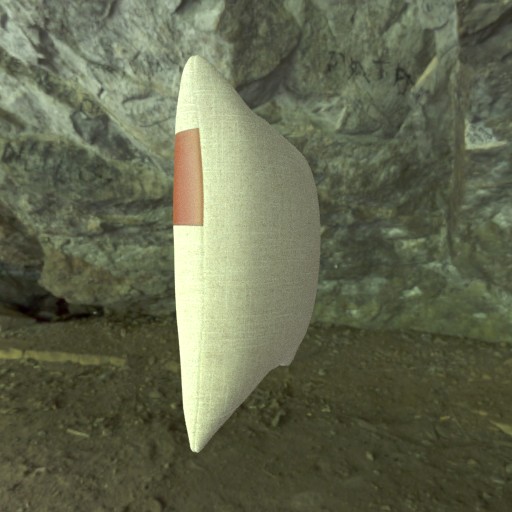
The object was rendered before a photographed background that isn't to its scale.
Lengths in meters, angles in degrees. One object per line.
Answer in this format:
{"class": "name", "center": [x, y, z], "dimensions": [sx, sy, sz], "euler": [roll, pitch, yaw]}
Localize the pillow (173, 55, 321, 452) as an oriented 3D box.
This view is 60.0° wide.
{"class": "pillow", "center": [0.000, 0.000, 0.635], "dimensions": [0.173, 0.399, 0.414], "euler": [0, 0, 18]}
